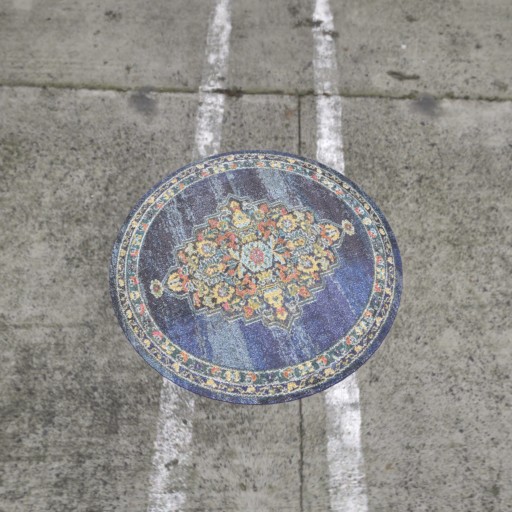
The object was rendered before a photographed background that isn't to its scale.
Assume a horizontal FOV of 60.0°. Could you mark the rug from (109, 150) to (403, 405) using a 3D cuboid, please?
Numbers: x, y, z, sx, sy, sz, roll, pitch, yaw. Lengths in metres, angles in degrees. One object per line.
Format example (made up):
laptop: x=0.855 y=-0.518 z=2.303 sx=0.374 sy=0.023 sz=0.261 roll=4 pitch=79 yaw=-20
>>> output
rug: x=0.000 y=0.000 z=2.437 sx=1.591 sy=0.010 sz=1.591 roll=0 pitch=59 yaw=0
